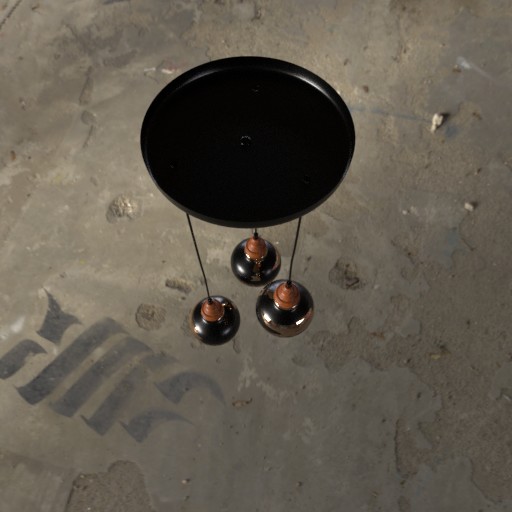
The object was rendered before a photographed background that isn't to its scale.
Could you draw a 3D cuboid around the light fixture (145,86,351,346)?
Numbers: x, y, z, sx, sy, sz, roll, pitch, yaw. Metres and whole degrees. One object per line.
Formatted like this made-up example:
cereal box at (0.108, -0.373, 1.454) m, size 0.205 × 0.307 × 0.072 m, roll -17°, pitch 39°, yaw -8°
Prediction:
light fixture at (0.000, 0.000, 1.776) m, size 0.605 × 1.410 × 0.608 m, roll 31°, pitch 67°, yaw 14°
